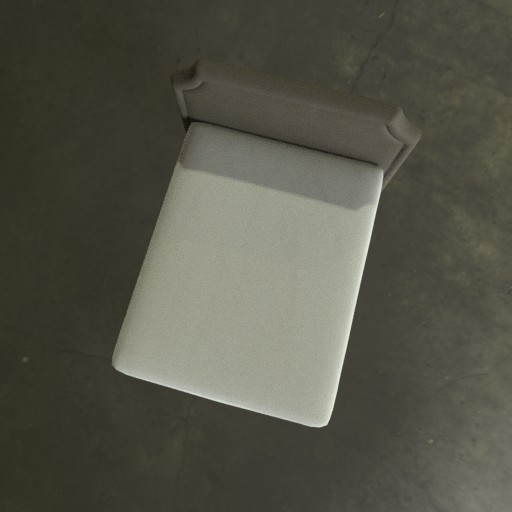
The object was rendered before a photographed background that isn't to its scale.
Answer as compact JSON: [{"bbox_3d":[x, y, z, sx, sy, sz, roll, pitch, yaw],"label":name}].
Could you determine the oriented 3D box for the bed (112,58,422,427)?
[{"bbox_3d":[0.000,0.000,3.308,1.831,1.297,2.181,15,78,3],"label":"bed"}]
